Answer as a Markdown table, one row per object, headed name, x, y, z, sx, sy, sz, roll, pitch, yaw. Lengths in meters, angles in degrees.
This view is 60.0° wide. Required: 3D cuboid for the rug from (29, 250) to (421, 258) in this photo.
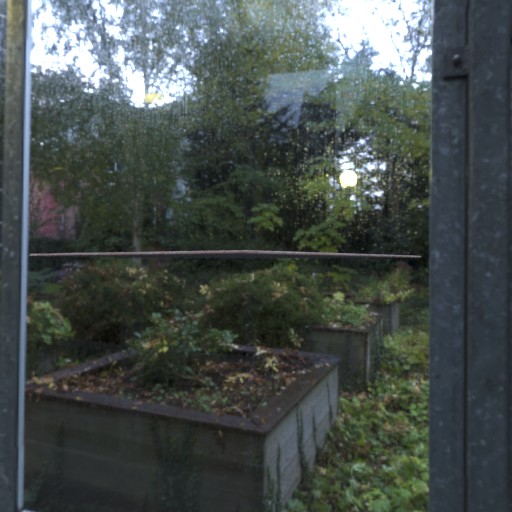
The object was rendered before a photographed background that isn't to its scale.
| name | x | y | z | sx | sy | sz | roll | pitch | yaw |
| --- | --- | --- | --- | --- | --- | --- | --- | --- | --- |
| rug | 0.000 | 0.000 | 3.101 | 1.609 | 0.015 | 2.390 | 0 | -1 | 36 |
